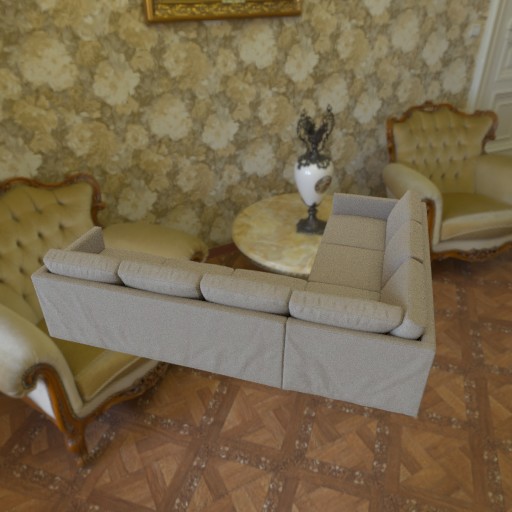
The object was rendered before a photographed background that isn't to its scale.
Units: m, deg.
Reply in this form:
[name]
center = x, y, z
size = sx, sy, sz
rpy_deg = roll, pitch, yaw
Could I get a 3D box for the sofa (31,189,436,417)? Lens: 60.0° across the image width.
[sofa]
center = 0.000, 0.000, 4.382
size = 3.182, 0.871, 2.432
rpy_deg = 9, 33, 14
